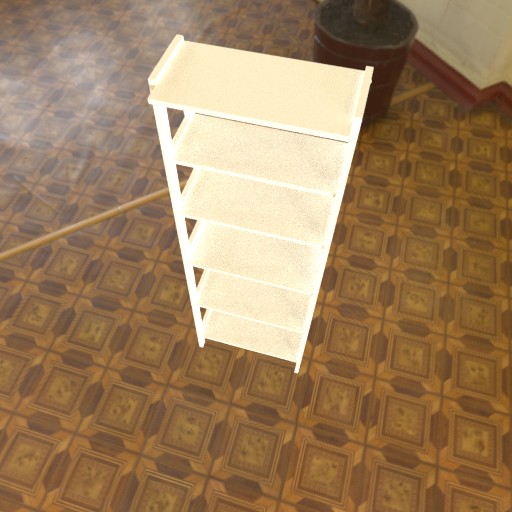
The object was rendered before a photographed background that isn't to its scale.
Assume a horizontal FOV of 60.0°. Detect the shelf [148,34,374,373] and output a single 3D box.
[{"bbox_3d":[0.000,0.000,2.124,0.660,1.892,0.381,13,59,8],"label":"shelf"}]
